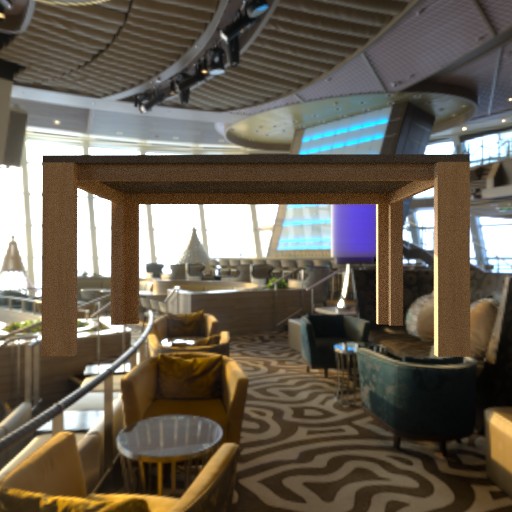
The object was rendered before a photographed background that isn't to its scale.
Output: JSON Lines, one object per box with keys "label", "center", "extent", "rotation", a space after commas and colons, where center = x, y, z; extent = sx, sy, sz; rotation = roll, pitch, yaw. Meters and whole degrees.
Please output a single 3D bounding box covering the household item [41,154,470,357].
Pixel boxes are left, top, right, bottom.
{"label": "household item", "center": [0.000, 0.000, 2.080], "extent": [1.600, 0.755, 0.850], "rotation": [0, 0, 0]}
